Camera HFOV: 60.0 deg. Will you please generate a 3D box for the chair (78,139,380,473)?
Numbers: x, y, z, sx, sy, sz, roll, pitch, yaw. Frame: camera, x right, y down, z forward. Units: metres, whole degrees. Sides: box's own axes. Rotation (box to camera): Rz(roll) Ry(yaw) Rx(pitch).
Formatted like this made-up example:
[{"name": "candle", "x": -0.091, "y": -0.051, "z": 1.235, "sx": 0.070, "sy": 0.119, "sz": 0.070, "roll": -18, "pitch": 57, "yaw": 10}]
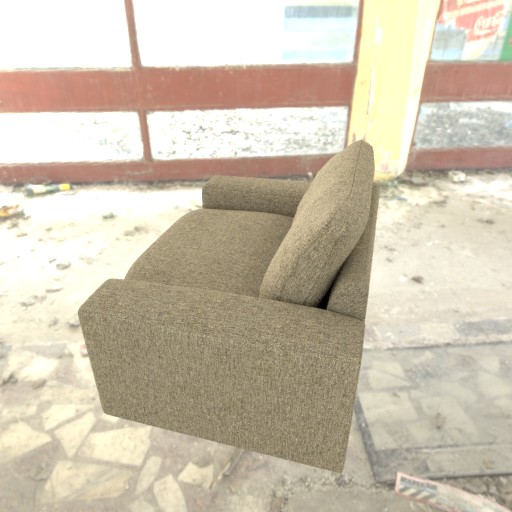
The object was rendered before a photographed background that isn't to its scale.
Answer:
[{"name": "chair", "x": 0.000, "y": 0.000, "z": 2.061, "sx": 1.039, "sy": 0.915, "sz": 1.398, "roll": 8, "pitch": 32, "yaw": 14}]
